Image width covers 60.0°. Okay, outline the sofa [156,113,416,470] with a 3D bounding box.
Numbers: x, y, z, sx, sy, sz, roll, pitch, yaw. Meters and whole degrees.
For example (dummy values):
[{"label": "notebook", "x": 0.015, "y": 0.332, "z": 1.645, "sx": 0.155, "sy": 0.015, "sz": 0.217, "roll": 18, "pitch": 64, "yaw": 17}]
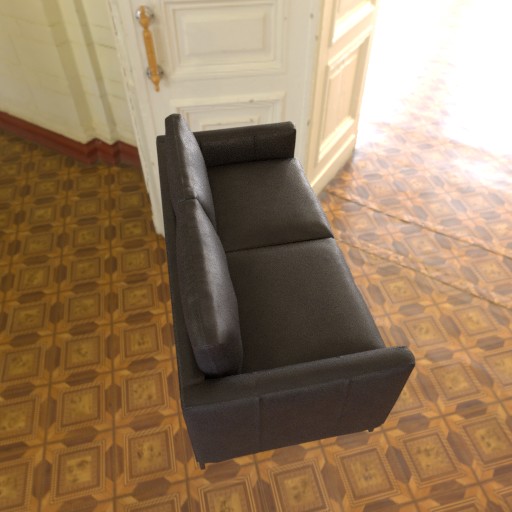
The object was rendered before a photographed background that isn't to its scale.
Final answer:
[{"label": "sofa", "x": 0.000, "y": 0.000, "z": 2.316, "sx": 0.947, "sy": 0.883, "sz": 1.805, "roll": -10, "pitch": 47, "yaw": -10}]
